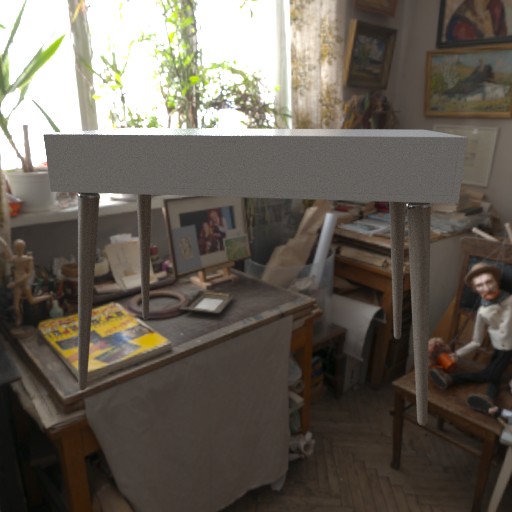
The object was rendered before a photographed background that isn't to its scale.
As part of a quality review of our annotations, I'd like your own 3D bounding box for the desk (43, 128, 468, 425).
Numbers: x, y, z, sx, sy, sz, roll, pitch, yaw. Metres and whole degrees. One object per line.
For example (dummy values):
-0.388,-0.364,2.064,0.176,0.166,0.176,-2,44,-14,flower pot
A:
0.000,0.000,1.337,0.979,0.723,0.491,3,18,9,desk
